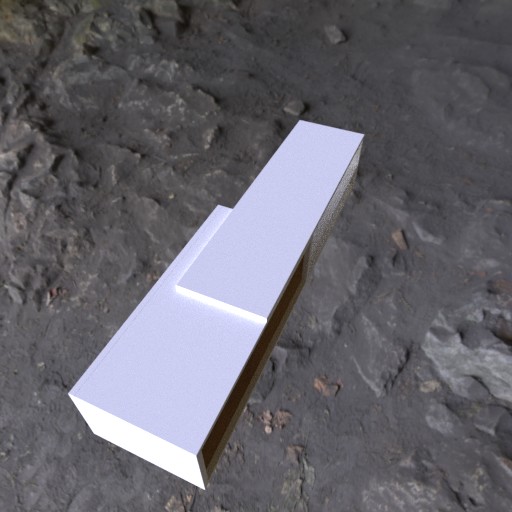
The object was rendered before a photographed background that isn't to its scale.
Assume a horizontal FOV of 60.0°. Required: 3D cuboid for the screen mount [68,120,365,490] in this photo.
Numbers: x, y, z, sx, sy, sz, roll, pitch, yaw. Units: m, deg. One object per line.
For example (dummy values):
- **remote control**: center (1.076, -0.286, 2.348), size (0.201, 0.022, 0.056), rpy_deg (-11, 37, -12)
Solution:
- **screen mount**: center (0.000, 0.000, 1.837), size (0.420, 0.320, 1.680), rpy_deg (18, 49, 17)
